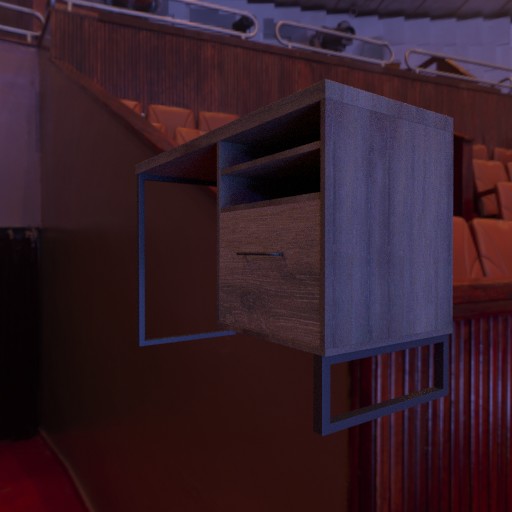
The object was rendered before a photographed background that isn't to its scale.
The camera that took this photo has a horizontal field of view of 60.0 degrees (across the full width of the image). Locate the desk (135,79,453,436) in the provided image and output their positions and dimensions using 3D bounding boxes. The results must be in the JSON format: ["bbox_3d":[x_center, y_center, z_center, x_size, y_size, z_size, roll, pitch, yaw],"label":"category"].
[{"bbox_3d":[0.000,0.000,1.519,0.511,0.752,1.134,0,1,-35],"label":"desk"}]
